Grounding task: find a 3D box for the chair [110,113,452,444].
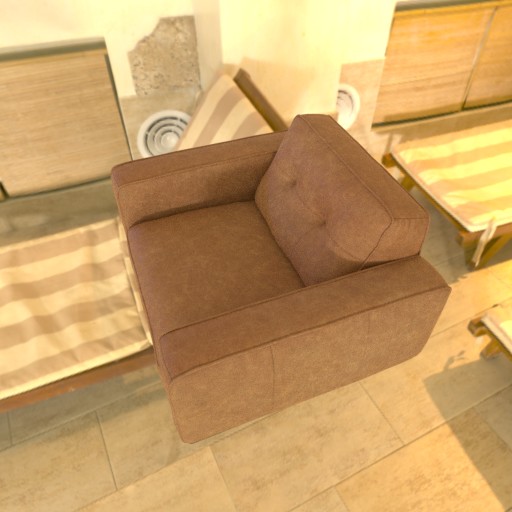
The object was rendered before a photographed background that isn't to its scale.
[{"bbox_3d":[0.000,0.000,1.765,0.952,0.782,1.118,-15,47,-15],"label":"chair"}]
